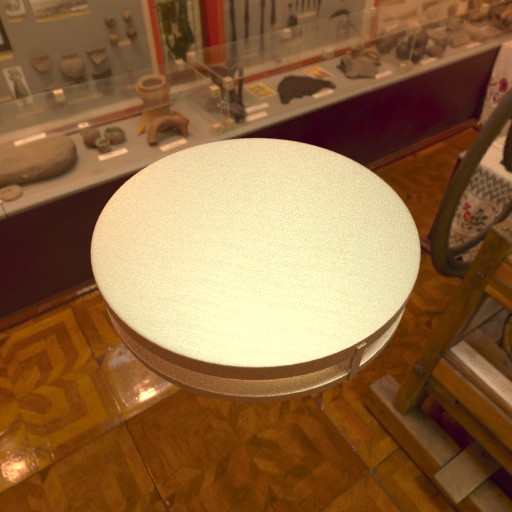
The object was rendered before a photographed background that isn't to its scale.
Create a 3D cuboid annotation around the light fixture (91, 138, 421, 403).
[{"bbox_3d":[0.000,0.000,0.526,0.356,0.102,0.356,0,46,0],"label":"light fixture"}]
